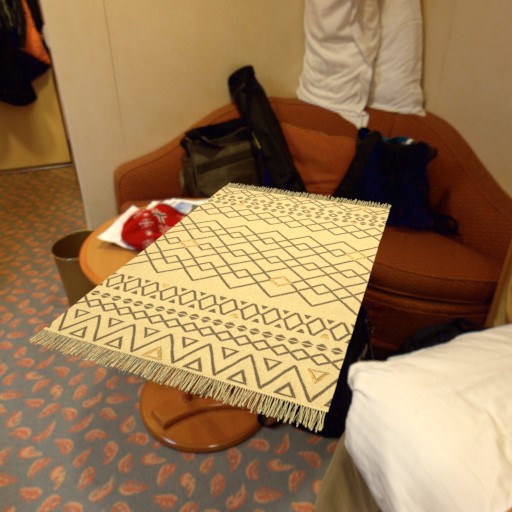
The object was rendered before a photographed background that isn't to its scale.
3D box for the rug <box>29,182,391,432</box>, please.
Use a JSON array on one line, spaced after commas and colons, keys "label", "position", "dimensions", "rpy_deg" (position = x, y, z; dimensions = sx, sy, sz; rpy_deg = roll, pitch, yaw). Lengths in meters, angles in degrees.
[{"label": "rug", "position": [0.000, 0.000, 2.960], "dimensions": [1.495, 0.035, 2.472], "rpy_deg": [11, 31, 18]}]
